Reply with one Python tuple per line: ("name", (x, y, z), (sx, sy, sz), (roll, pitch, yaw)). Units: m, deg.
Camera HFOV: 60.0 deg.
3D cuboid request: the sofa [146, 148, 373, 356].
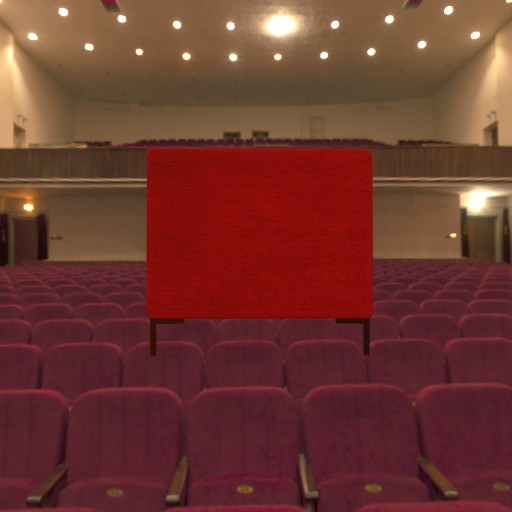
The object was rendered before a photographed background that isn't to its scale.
("sofa", (0.000, 0.000, 2.303), (0.686, 0.635, 1.981), (0, -1, -1))
